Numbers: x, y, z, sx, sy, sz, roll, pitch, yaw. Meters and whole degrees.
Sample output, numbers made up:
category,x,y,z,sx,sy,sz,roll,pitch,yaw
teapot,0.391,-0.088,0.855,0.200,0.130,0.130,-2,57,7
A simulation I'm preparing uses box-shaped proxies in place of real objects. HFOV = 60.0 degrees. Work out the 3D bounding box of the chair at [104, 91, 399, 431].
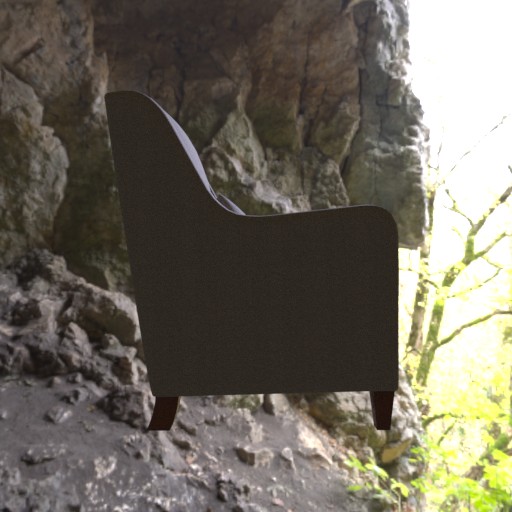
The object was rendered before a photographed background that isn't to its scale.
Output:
category,x,y,z,sx,sy,sz,roll,pitch,yaw
chair,0.000,0.000,1.627,0.890,1.017,0.715,0,0,0
